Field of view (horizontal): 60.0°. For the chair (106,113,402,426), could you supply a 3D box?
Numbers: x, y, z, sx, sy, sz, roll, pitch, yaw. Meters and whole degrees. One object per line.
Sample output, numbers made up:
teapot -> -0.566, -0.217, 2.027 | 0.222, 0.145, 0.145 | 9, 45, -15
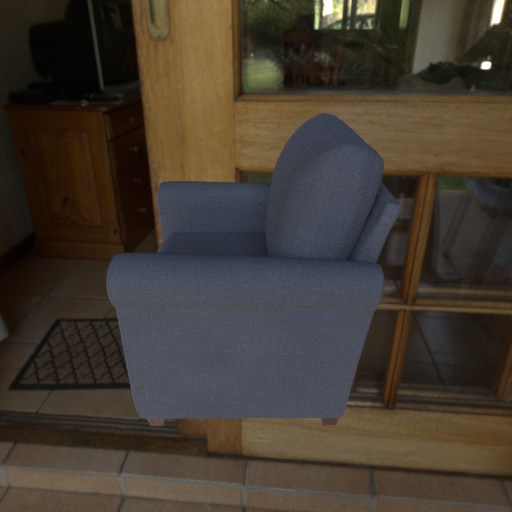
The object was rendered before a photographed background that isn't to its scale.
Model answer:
chair -> 0.000, 0.000, 1.641 | 0.828, 0.942, 0.867 | 0, 26, 0
